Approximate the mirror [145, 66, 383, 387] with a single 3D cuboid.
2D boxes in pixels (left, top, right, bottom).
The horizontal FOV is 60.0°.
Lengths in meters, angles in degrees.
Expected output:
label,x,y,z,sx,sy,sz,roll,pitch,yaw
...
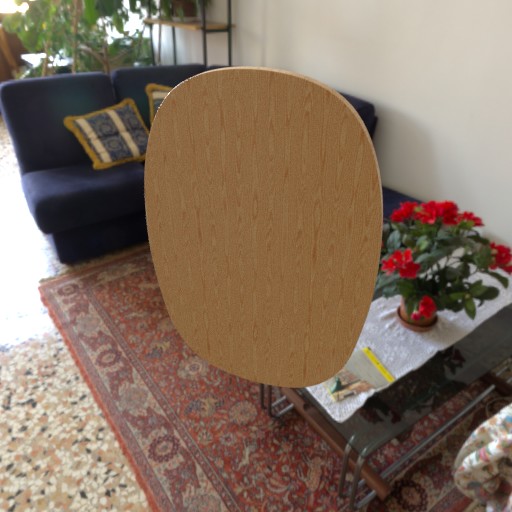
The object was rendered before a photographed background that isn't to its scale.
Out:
label,x,y,z,sx,sy,sz,roll,pitch,yaw
mirror,0.000,0.000,1.357,0.724,1.075,0.037,10,34,16
